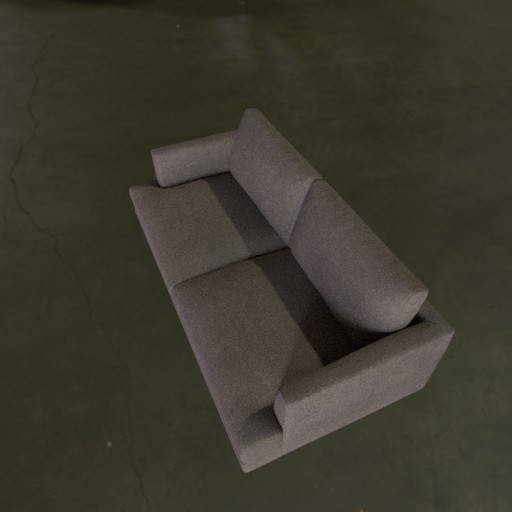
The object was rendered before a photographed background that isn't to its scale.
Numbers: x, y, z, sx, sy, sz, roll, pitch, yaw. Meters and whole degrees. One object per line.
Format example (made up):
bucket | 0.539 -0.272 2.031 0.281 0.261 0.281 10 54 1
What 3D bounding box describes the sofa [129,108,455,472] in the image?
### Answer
sofa | 0.000 0.000 2.516 1.020 0.868 1.948 -18 49 -17
